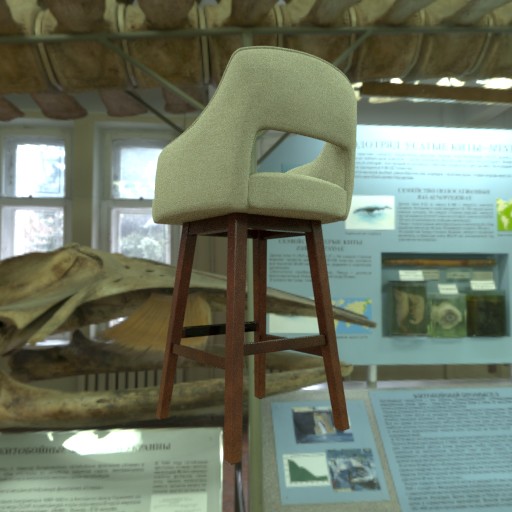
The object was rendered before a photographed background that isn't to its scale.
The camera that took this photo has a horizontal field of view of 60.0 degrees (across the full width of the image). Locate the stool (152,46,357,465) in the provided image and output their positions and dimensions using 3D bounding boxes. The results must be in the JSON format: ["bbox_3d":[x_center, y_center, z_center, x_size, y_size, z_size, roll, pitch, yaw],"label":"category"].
[{"bbox_3d":[0.000,0.000,1.368,0.550,1.041,0.560,2,-3,-36],"label":"stool"}]
